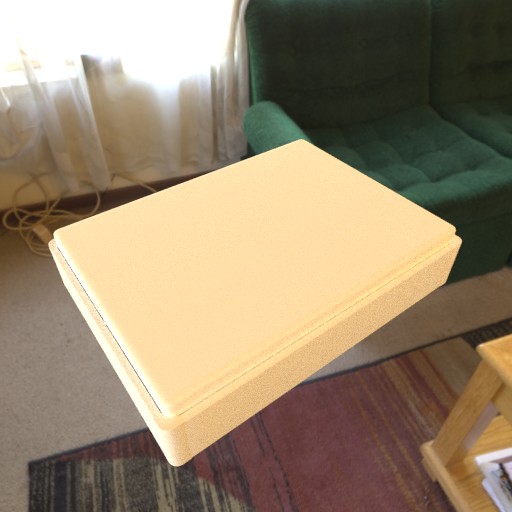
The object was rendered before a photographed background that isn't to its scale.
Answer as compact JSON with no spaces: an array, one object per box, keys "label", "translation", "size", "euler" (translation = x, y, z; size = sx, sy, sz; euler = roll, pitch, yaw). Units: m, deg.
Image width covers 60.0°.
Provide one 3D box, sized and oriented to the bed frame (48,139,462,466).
[{"label":"bed frame","translation":[0.000,0.000,2.570],"size":[1.900,0.406,1.400],"euler":[-26,48,-26]}]
